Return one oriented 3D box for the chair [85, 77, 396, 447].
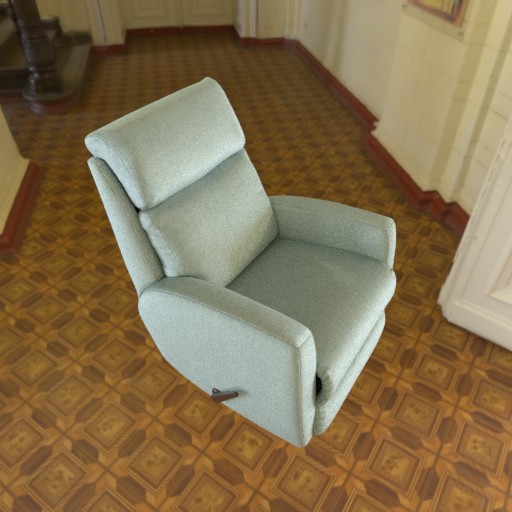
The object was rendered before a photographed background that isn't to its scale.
[{"bbox_3d":[0.000,0.000,1.650,0.940,1.013,0.812,24,46,25],"label":"chair"}]
